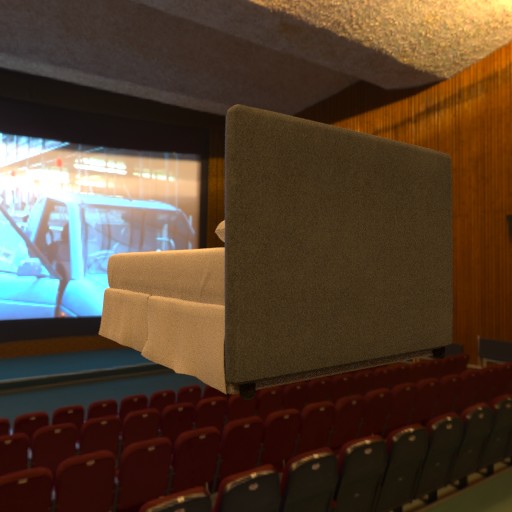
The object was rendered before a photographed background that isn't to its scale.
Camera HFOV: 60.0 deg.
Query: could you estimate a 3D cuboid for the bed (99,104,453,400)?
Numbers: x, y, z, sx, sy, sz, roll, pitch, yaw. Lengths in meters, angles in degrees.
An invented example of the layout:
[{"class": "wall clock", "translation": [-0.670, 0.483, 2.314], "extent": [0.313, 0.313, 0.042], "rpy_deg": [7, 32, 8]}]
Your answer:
[{"class": "bed", "translation": [0.000, 0.000, 3.257], "extent": [1.713, 1.330, 2.142], "rpy_deg": [0, -1, -34]}]
